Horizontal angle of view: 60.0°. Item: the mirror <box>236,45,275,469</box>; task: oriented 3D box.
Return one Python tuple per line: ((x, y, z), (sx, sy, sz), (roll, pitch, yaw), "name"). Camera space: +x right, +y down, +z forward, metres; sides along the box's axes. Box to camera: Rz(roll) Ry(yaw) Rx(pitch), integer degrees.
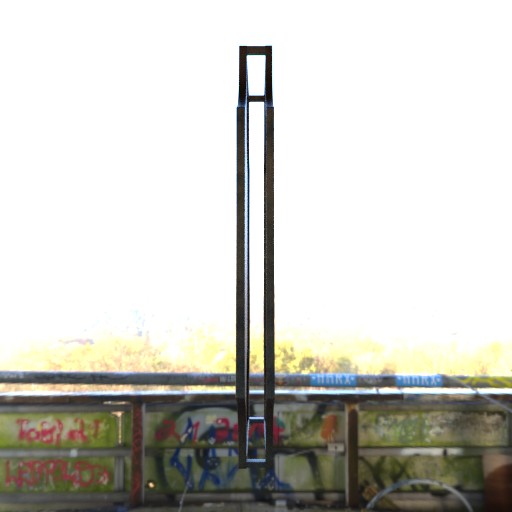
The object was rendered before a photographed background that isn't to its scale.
((0.000, 0.000, 0.975), (0.066, 0.811, 0.462), (0, -2, 0), "mirror")
